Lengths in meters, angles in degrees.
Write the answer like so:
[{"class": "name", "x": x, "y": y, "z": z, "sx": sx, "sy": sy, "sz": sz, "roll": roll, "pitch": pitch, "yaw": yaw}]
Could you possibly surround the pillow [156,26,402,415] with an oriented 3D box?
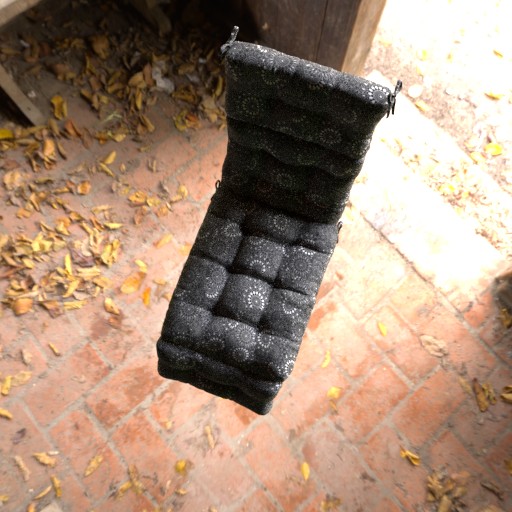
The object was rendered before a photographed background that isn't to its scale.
[{"class": "pillow", "x": 0.000, "y": 0.000, "z": 1.496, "sx": 0.526, "sy": 0.863, "sz": 1.016, "roll": 20, "pitch": 77, "yaw": 5}]
